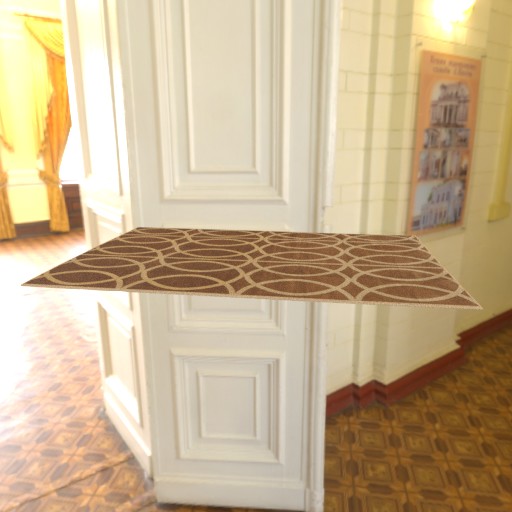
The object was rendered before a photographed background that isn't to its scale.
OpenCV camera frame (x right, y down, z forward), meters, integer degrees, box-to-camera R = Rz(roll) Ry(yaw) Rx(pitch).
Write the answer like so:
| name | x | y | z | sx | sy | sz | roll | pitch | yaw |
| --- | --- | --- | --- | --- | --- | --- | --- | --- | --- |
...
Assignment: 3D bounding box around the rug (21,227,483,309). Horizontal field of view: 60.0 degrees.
| name | x | y | z | sx | sy | sz | roll | pitch | yaw |
| --- | --- | --- | --- | --- | --- | --- | --- | --- | --- |
| rug | 0.000 | 0.000 | 2.883 | 2.294 | 0.014 | 1.528 | 2 | 15 | 8 |
